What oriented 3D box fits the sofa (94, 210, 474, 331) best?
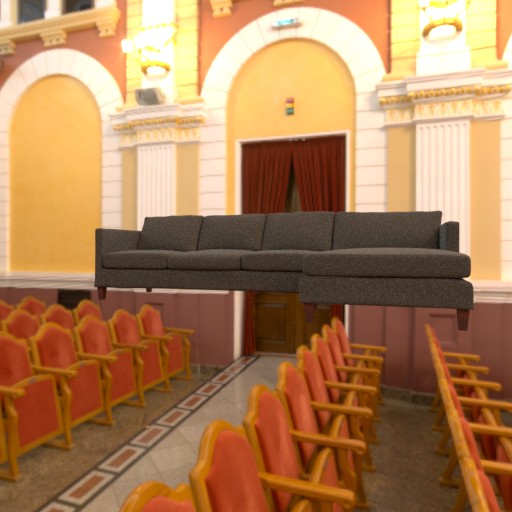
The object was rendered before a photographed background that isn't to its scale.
[{"bbox_3d":[0.000,0.000,3.806,3.186,0.846,1.625,0,1,19],"label":"sofa"}]
